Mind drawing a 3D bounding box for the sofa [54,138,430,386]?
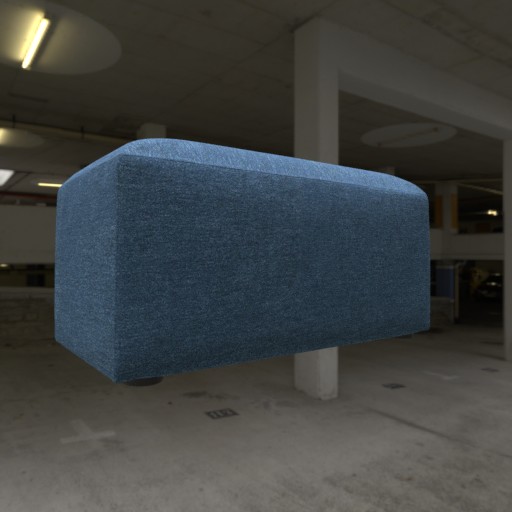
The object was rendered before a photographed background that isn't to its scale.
[{"bbox_3d":[0.000,0.000,1.202,0.930,0.470,0.480,0,0,-36],"label":"sofa"}]
